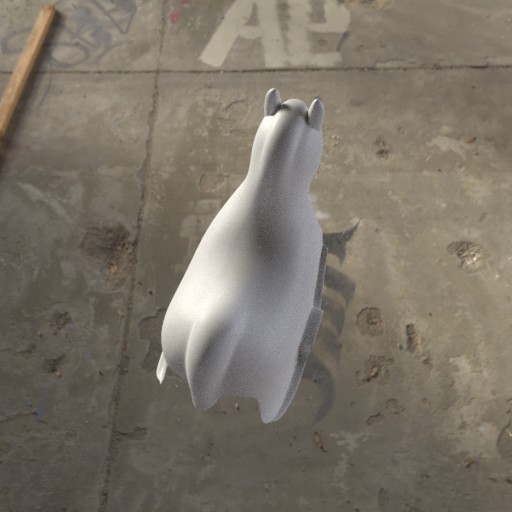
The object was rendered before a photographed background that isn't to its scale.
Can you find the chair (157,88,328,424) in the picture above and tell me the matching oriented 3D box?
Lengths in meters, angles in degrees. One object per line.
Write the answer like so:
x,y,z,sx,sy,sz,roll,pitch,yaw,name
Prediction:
0.000,0.000,1.153,0.429,0.612,0.800,18,65,9,chair
